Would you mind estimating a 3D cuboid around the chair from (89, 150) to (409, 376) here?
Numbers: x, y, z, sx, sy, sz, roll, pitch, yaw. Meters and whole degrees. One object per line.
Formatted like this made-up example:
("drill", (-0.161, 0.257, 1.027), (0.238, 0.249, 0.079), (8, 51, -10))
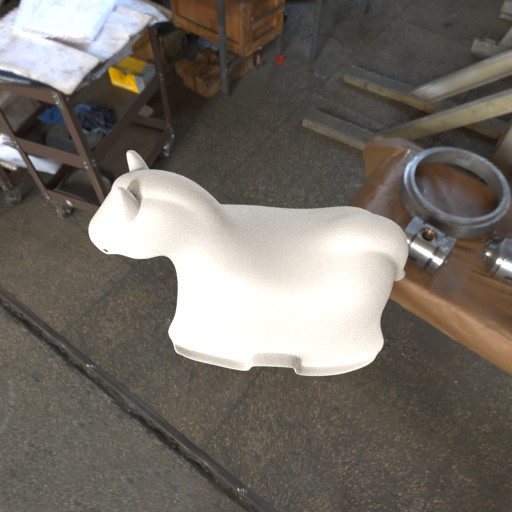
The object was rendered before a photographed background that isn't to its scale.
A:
("chair", (0.000, 0.000, 1.148), (0.800, 0.612, 0.429), (2, 57, 1))
